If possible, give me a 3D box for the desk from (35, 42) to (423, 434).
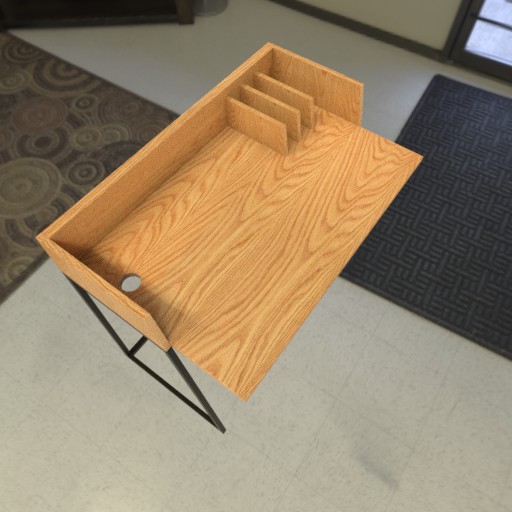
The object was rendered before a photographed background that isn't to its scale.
[{"bbox_3d":[0.000,0.000,1.899,0.769,1.061,1.191,32,64,18],"label":"desk"}]
